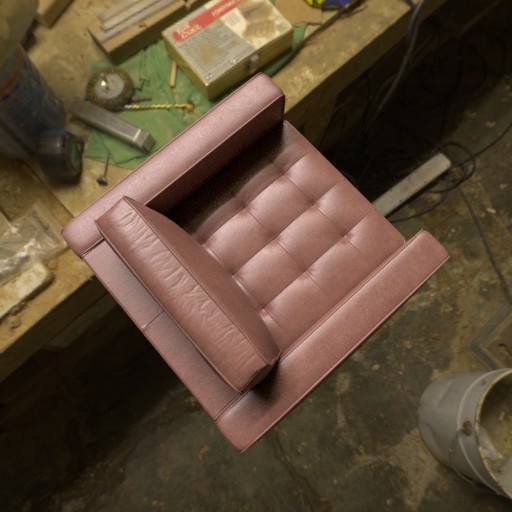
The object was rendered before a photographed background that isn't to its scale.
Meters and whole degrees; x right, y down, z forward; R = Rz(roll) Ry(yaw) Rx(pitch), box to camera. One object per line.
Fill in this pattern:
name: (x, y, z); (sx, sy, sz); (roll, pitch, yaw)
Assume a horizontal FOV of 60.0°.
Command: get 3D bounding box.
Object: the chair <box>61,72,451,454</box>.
chair: (0.000, 0.000, 1.556); (0.900, 0.770, 0.920); (-41, 79, -9)
